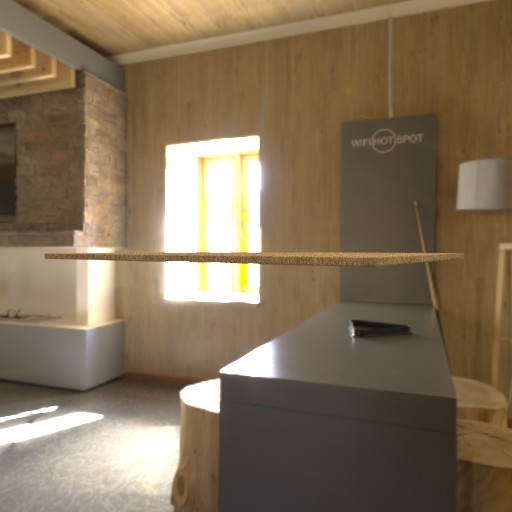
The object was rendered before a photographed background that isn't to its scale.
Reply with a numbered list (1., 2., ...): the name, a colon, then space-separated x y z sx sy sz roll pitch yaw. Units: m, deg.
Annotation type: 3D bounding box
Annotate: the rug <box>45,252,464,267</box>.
1. rug: 0.000 0.000 2.091 1.600 0.025 1.199 1 1 35
